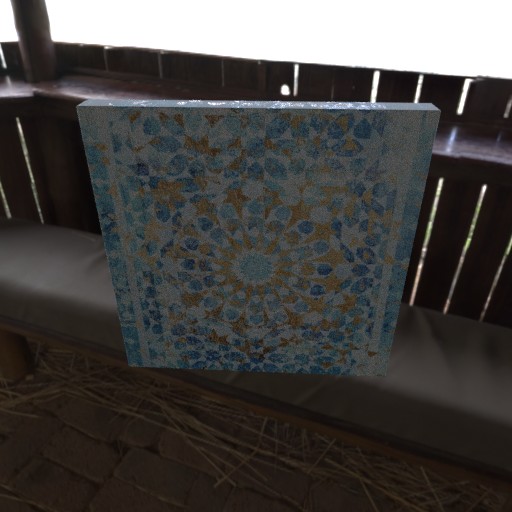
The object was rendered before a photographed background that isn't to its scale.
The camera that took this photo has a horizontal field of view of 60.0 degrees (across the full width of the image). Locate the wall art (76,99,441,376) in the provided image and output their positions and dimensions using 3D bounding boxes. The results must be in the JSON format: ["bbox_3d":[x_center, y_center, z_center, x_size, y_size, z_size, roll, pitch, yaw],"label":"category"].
[{"bbox_3d":[0.000,0.000,0.612,0.405,0.405,0.037,2,31,3],"label":"wall art"}]
